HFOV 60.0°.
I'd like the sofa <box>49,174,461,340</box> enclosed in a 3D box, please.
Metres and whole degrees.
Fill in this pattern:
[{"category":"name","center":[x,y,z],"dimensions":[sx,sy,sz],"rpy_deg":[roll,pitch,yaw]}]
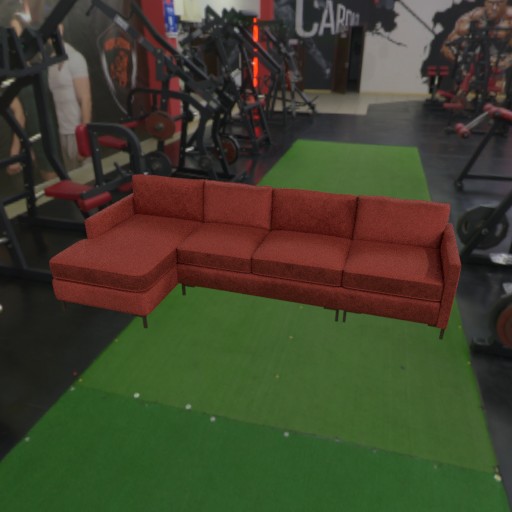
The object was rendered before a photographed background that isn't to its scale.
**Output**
[{"category":"sofa","center":[0.000,0.000,4.072],"dimensions":[3.400,0.967,1.500],"rpy_deg":[8,27,16]}]
